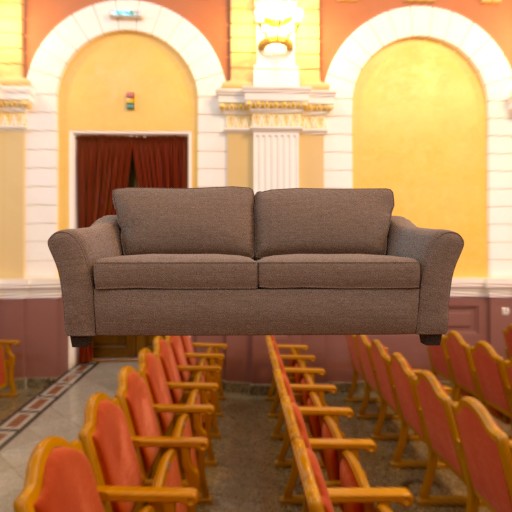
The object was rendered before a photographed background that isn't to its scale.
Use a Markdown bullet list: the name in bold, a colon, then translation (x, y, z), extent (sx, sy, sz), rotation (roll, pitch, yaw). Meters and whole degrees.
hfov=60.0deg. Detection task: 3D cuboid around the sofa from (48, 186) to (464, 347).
- **sofa**: translation (0.000, 0.000, 2.810), extent (2.270, 0.965, 0.980), rotation (0, 1, -1)
